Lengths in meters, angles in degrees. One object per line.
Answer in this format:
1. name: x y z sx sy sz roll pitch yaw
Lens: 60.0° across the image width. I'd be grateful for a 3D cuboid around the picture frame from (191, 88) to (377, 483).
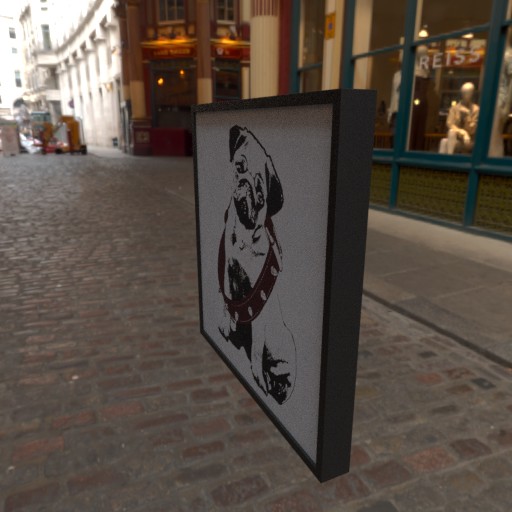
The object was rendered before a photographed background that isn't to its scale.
1. picture frame: 0.000 0.000 0.477 0.030 0.317 0.317 -8 18 -25
